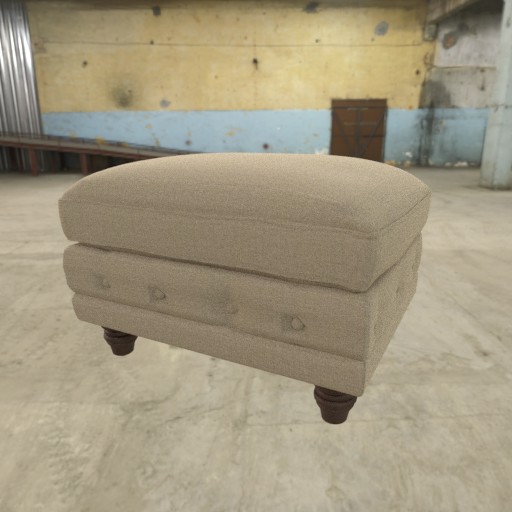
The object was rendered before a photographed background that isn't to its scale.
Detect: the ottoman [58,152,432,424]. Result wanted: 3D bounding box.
[{"bbox_3d":[0.000,0.000,1.027,0.684,0.463,0.541,9,18,27],"label":"ottoman"}]
